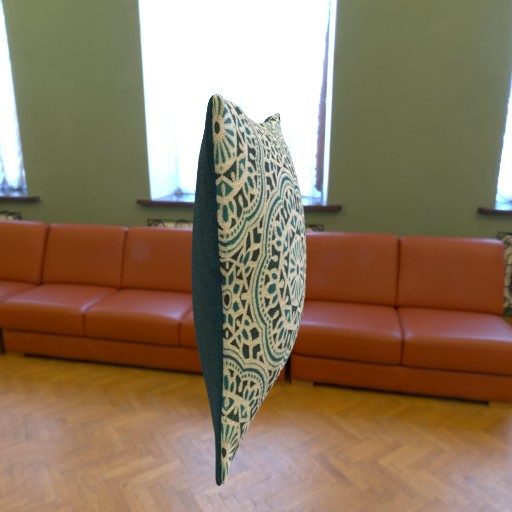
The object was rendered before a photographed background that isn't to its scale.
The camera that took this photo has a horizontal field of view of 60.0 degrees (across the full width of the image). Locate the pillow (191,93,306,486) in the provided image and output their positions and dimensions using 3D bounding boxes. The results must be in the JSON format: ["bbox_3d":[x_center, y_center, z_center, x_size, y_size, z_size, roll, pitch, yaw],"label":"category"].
[{"bbox_3d":[0.000,0.000,0.647,0.145,0.420,0.440,3,15,10],"label":"pillow"}]
